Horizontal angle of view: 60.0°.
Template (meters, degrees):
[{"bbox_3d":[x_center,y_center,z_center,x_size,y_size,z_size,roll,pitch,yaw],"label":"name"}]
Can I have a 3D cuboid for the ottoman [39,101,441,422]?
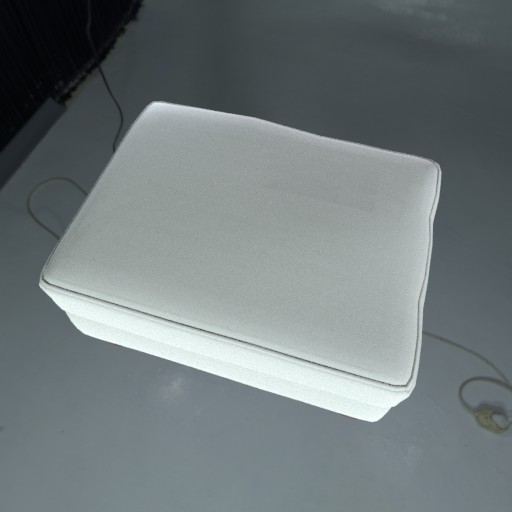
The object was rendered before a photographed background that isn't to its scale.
[{"bbox_3d":[0.000,0.000,1.188,0.818,0.479,0.634,15,60,9],"label":"ottoman"}]
